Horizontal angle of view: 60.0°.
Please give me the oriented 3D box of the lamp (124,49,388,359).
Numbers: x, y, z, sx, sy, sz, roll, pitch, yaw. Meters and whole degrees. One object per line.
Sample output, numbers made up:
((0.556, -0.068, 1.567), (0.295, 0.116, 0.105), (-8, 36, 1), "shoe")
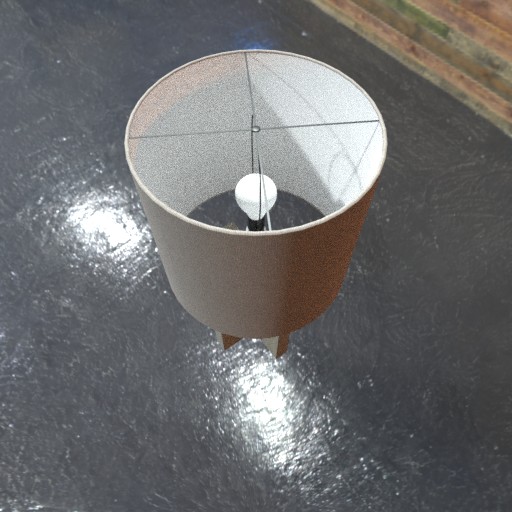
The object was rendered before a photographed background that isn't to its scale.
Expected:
((0.000, 0.000, 0.570), (0.229, 0.428, 0.229), (-31, 63, -18), "lamp")
